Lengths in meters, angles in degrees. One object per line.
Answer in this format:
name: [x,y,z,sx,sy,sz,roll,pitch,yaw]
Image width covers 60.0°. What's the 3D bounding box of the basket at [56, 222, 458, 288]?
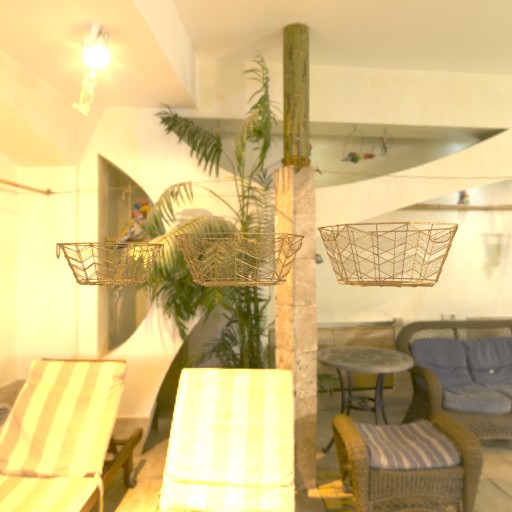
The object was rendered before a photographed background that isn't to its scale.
basket: [0.000,0.000,1.387,1.245,0.178,0.432,0,0,2]
